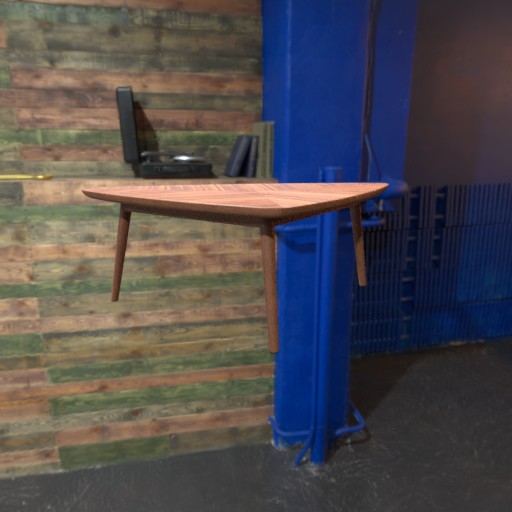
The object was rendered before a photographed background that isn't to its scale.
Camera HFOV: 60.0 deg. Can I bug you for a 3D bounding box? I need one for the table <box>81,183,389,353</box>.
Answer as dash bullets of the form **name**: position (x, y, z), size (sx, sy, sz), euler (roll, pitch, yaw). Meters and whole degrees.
- **table**: position (0.000, 0.000, 1.282), size (1.008, 0.365, 0.601), euler (-3, 14, -10)
